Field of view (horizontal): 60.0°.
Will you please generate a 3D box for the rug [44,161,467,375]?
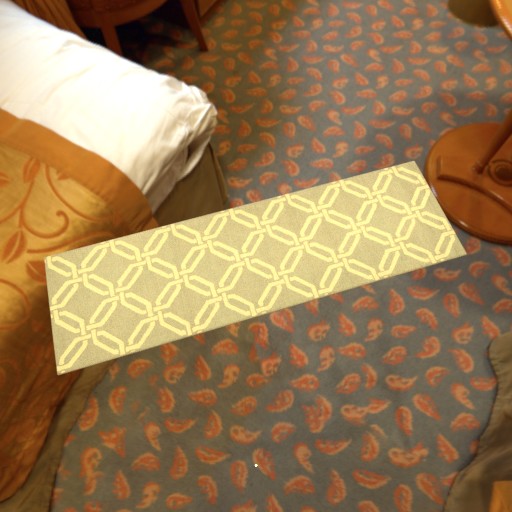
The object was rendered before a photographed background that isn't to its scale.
[{"bbox_3d":[0.000,0.000,2.488,2.276,0.014,0.678,-15,66,-7],"label":"rug"}]
